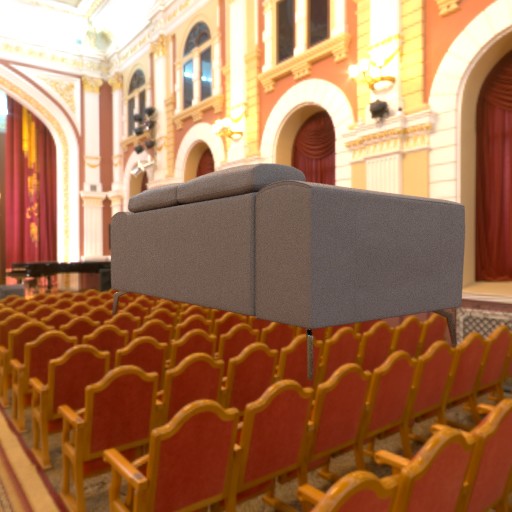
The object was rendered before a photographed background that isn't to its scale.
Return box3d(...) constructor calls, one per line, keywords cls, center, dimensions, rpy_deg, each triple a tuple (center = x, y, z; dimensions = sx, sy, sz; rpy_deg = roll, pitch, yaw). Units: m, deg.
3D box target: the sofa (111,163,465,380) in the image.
box3d(cls="sofa", center=(0.000, 0.000, 2.459), dimensions=(1.003, 0.779, 1.895), rpy_deg=(-1, 1, -37))
